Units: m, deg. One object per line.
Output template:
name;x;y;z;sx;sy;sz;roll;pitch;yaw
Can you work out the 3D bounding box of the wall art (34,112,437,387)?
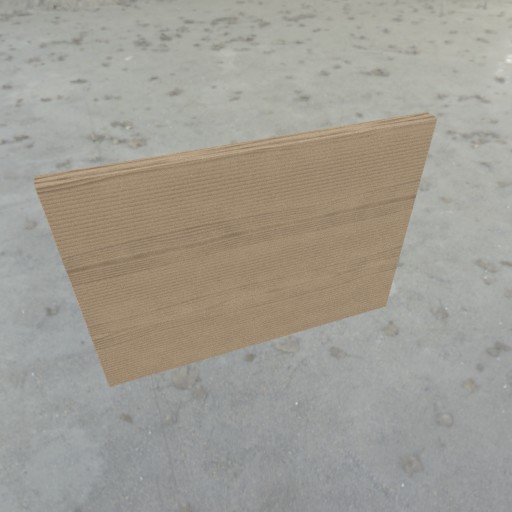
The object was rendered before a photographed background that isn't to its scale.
wall art;0.000;0.000;1.098;0.841;0.609;0.063;-13;42;-15
